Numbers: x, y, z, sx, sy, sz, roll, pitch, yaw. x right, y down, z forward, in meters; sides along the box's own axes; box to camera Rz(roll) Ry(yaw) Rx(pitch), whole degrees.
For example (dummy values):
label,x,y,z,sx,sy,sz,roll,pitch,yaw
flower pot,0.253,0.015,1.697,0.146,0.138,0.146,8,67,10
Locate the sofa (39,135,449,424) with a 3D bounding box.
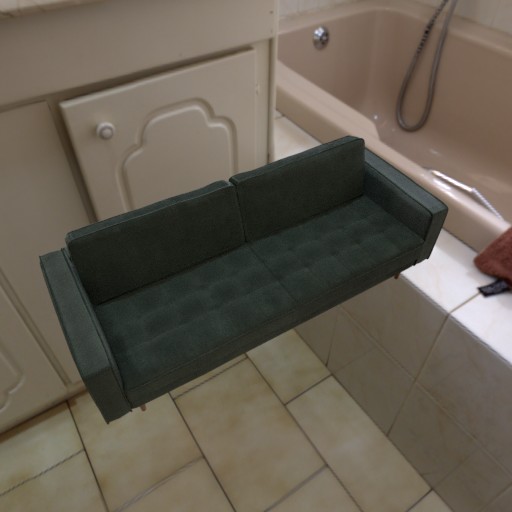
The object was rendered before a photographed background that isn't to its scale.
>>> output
label,x,y,z,sx,sy,sz,roll,pitch,yaw
sofa,0.000,0.000,2.612,2.214,0.781,0.886,-23,50,-21
